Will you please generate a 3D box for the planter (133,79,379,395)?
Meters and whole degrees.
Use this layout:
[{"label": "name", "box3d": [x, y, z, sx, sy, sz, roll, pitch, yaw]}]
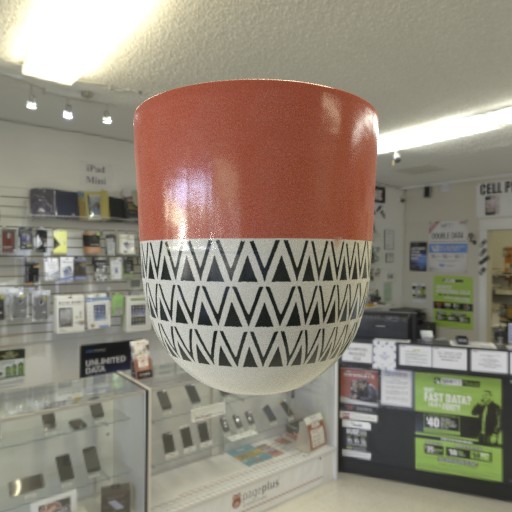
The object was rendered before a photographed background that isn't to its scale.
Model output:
[{"label": "planter", "box3d": [0.000, 0.000, 0.365, 0.195, 0.214, 0.195, 0, 0, 0]}]
